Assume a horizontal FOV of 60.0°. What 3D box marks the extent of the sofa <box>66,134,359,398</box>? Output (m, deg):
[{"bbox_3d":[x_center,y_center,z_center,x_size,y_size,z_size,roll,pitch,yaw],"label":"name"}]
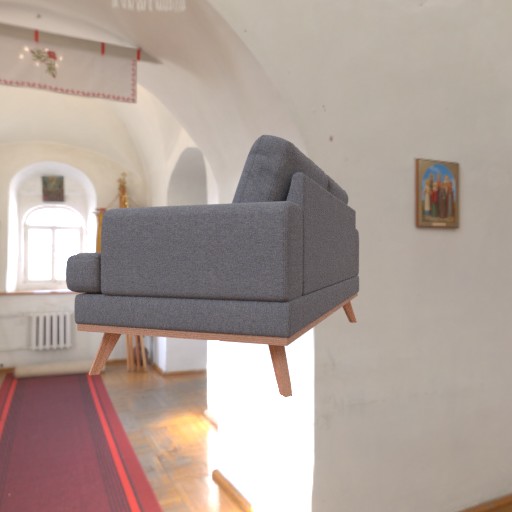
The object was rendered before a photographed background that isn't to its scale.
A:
[{"bbox_3d":[0.000,0.000,2.115,0.785,0.810,1.650,0,0,20],"label":"sofa"}]
